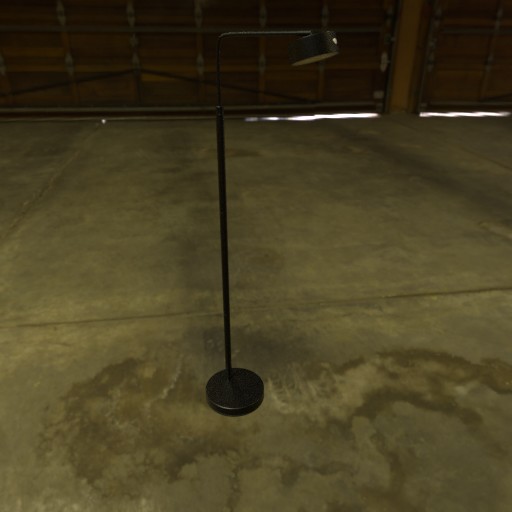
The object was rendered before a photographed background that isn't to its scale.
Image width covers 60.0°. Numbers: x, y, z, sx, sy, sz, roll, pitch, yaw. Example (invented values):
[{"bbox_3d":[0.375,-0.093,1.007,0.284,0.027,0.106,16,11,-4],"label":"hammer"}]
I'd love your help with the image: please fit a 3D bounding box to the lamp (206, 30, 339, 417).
[{"bbox_3d":[0.000,0.000,1.358,0.418,1.230,0.219,18,31,33],"label":"lamp"}]
